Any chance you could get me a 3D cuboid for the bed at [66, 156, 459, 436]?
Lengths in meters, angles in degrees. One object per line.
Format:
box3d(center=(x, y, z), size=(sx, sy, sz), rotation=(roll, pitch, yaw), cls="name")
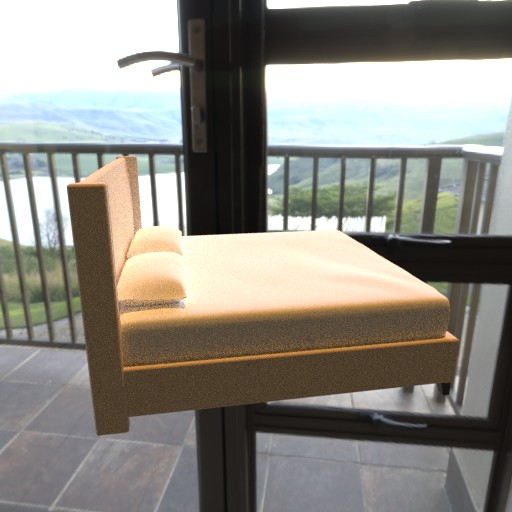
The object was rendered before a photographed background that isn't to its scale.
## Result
box3d(center=(0.000, 0.000, 3.591), size=(2.293, 1.471, 2.145), rotation=(-3, 17, -10), cls="bed")
